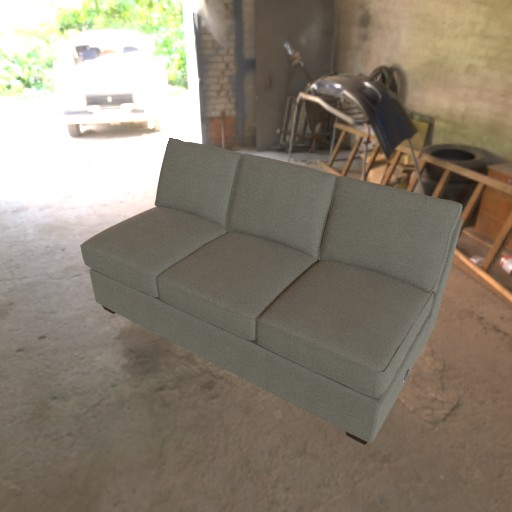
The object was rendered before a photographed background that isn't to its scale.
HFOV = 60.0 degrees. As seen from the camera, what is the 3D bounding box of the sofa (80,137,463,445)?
[{"bbox_3d":[0.000,0.000,2.776,2.092,1.036,1.127,19,35,29],"label":"sofa"}]
